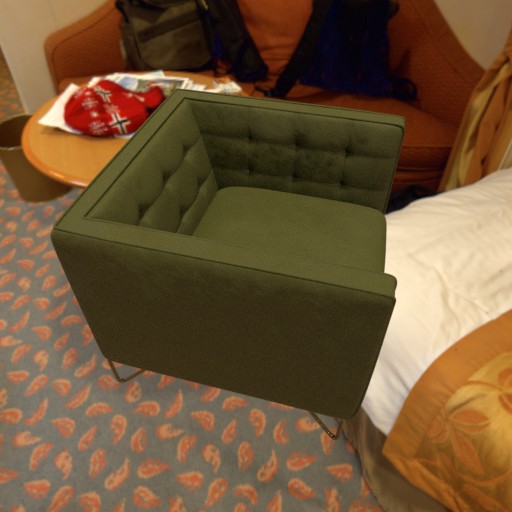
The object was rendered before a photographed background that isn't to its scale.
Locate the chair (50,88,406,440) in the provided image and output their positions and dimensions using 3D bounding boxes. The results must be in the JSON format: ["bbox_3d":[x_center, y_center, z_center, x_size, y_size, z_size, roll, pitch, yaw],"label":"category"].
[{"bbox_3d":[0.000,0.000,1.598,0.894,0.790,0.880,11,46,10],"label":"chair"}]
